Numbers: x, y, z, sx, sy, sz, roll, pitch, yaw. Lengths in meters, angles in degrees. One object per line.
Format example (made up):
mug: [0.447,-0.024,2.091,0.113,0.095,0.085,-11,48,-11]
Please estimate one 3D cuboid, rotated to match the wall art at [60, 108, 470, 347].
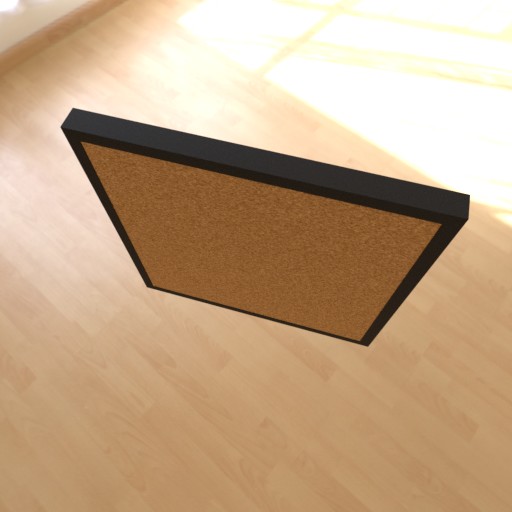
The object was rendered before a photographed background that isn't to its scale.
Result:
wall art: [0.000,0.000,0.760,0.506,0.503,0.036,14,63,7]
